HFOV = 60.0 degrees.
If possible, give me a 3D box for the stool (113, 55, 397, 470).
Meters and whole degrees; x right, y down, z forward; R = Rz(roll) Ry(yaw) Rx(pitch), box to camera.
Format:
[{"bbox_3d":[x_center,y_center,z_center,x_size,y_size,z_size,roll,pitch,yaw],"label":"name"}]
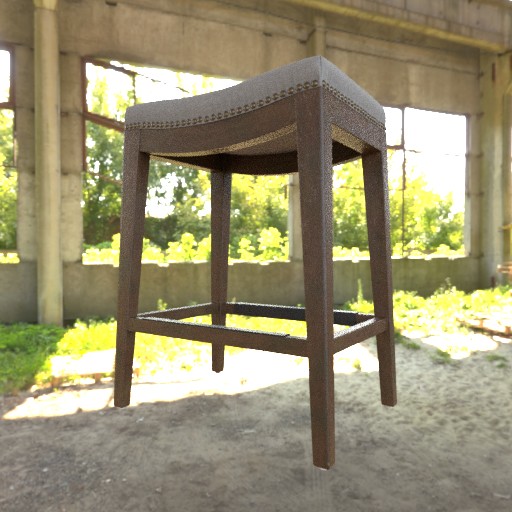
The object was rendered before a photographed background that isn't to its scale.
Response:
[{"bbox_3d":[0.000,0.000,0.963,0.508,0.660,0.356,0,1,34],"label":"stool"}]
